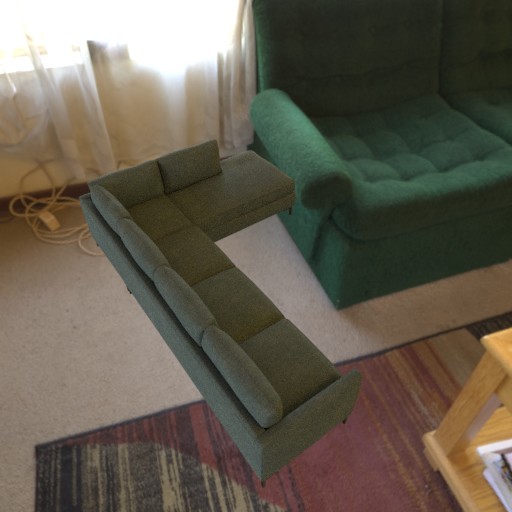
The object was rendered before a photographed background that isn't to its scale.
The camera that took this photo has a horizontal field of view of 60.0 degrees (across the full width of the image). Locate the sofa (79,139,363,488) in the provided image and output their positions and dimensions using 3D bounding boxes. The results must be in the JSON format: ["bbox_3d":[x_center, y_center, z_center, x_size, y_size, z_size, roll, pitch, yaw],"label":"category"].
[{"bbox_3d":[0.000,0.000,3.829,2.007,0.815,2.949,-26,49,-25],"label":"sofa"}]
